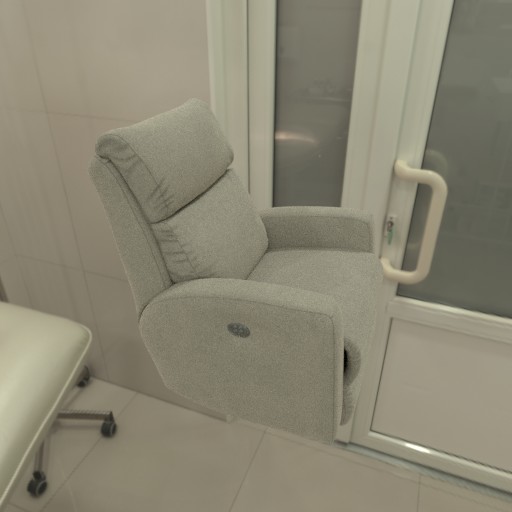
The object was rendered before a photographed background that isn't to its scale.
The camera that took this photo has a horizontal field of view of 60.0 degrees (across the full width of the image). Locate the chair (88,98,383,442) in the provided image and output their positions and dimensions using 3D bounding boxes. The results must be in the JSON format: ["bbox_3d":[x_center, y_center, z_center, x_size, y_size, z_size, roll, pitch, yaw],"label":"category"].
[{"bbox_3d":[0.000,0.000,1.701,0.940,1.021,0.794,11,32,18],"label":"chair"}]
